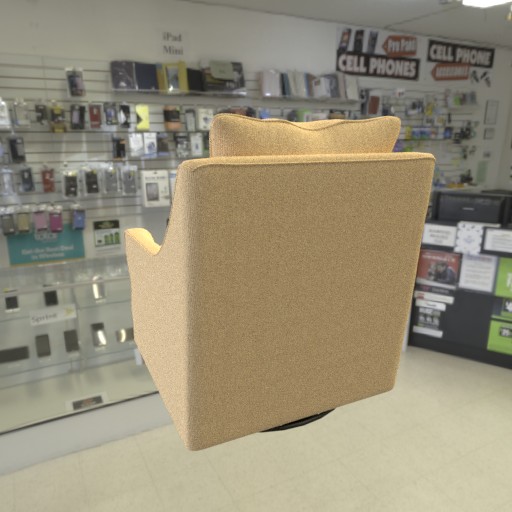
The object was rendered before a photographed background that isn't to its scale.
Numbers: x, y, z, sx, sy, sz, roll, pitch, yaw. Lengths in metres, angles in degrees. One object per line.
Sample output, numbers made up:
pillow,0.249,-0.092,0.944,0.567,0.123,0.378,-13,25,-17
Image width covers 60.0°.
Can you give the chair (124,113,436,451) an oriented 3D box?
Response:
chair,0.000,0.000,1.562,0.760,0.927,0.876,-7,17,-25
